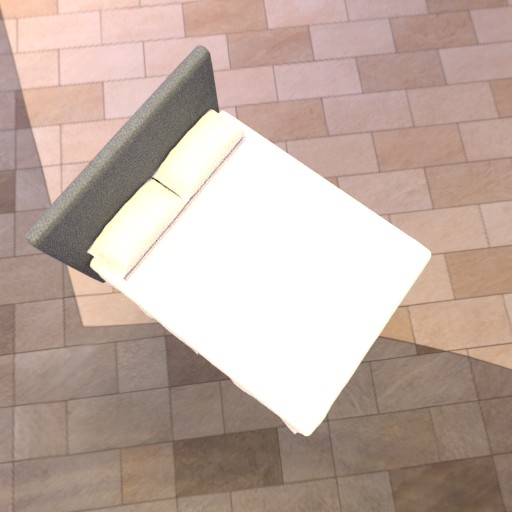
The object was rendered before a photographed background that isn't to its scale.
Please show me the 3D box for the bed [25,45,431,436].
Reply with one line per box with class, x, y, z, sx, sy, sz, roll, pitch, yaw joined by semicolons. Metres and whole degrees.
bed;0.000;0.000;3.196;2.142;1.330;1.723;36;79;8
